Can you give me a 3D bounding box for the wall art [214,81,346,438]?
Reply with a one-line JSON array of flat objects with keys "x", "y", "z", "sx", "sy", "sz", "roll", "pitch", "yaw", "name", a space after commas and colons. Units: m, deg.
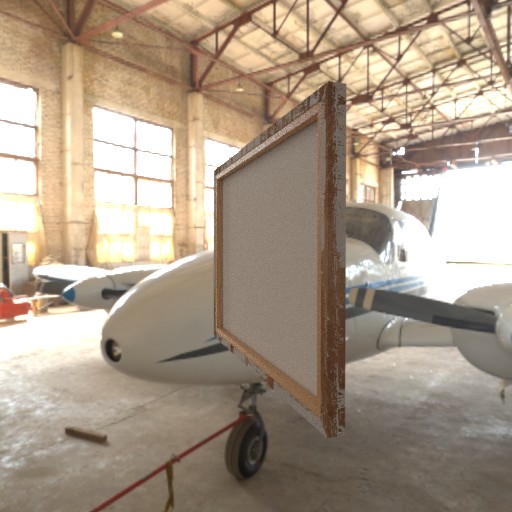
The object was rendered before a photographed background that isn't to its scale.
[{"x": 0.000, "y": 0.000, "z": 1.196, "sx": 0.035, "sy": 0.609, "sz": 0.914, "roll": 0, "pitch": 1, "yaw": -18, "name": "wall art"}]
